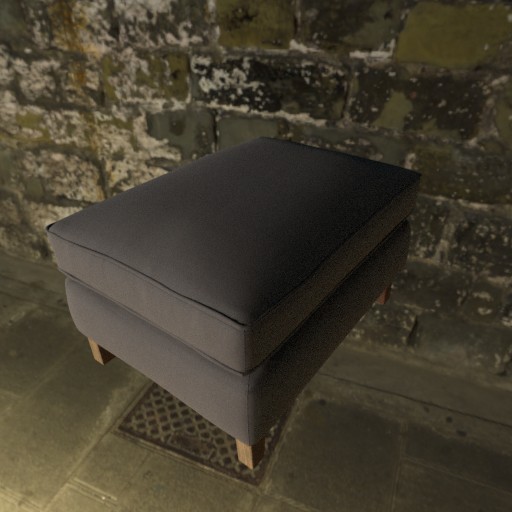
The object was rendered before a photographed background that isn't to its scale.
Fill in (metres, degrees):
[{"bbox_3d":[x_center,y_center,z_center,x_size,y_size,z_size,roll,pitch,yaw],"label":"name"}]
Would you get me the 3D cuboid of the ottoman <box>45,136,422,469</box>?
[{"bbox_3d":[0.000,0.000,0.983,0.508,0.406,0.686,22,38,30],"label":"ottoman"}]
